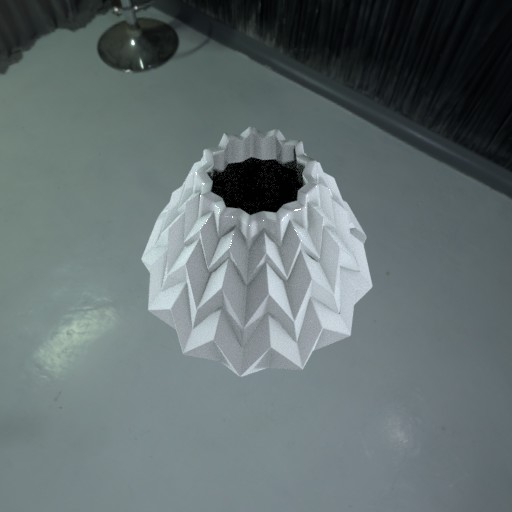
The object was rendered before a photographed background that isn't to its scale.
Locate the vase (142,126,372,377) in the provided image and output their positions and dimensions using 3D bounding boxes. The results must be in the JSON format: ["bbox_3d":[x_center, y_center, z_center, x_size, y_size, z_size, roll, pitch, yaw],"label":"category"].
[{"bbox_3d":[0.000,0.000,0.308,0.164,0.185,0.164,0,63,0],"label":"vase"}]
